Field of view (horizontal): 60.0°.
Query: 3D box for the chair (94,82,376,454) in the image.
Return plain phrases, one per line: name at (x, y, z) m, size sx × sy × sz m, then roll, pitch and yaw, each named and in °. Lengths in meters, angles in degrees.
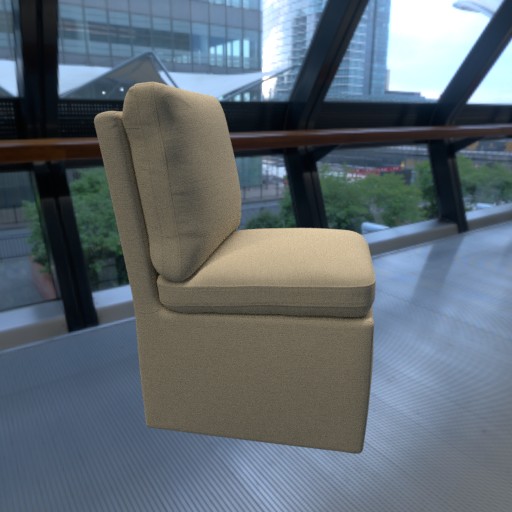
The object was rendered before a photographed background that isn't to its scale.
chair at (0.000, 0.000, 1.307) m, size 0.698 × 0.927 × 0.503 m, roll 3°, pitch 16°, yaw 10°
